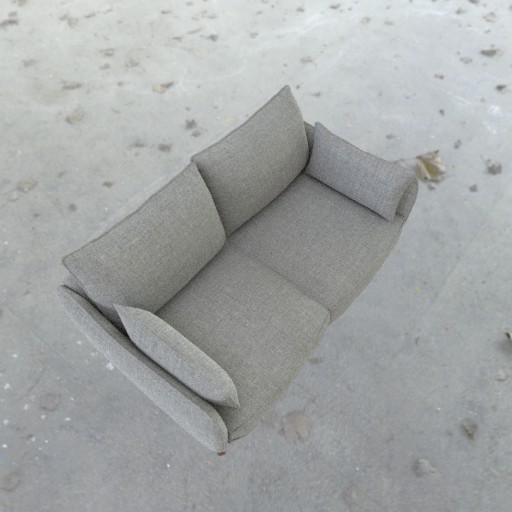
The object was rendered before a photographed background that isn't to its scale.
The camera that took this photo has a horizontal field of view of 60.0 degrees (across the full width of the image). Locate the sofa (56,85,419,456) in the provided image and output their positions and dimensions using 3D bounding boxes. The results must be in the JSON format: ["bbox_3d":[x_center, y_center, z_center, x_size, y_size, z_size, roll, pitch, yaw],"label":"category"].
[{"bbox_3d":[0.000,0.000,2.149,0.972,0.851,1.580,34,63,20],"label":"sofa"}]
